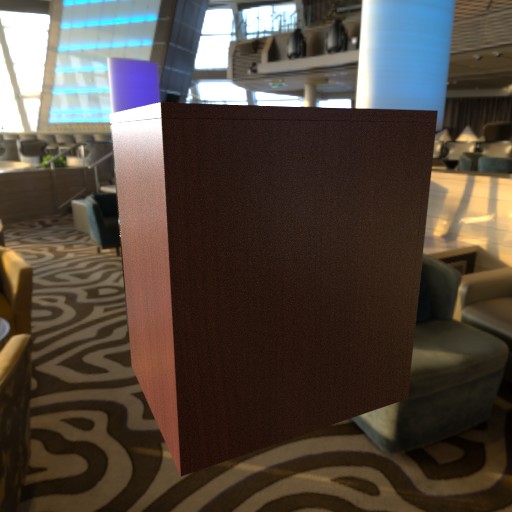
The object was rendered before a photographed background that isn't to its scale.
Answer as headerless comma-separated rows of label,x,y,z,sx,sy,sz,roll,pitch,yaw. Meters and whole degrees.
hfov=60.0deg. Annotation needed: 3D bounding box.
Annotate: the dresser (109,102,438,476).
dresser,0.000,0.000,0.764,0.400,0.470,0.360,-8,17,-25
